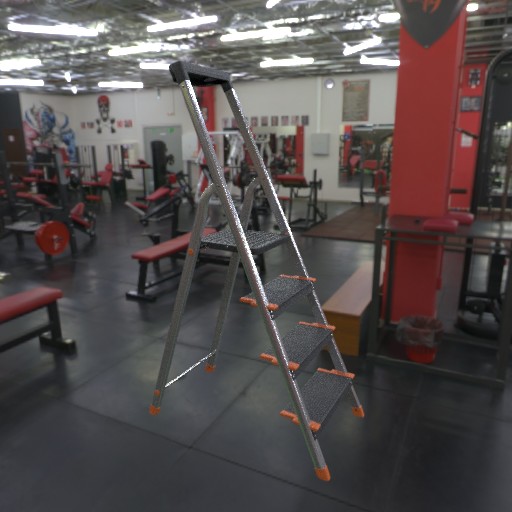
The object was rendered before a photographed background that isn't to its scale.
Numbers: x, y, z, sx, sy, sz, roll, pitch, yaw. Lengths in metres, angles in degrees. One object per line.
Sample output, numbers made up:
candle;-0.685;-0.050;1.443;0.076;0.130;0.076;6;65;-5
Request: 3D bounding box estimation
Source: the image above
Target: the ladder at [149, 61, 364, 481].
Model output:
ladder;0.000;0.000;1.761;0.834;1.429;0.452;8;17;28
